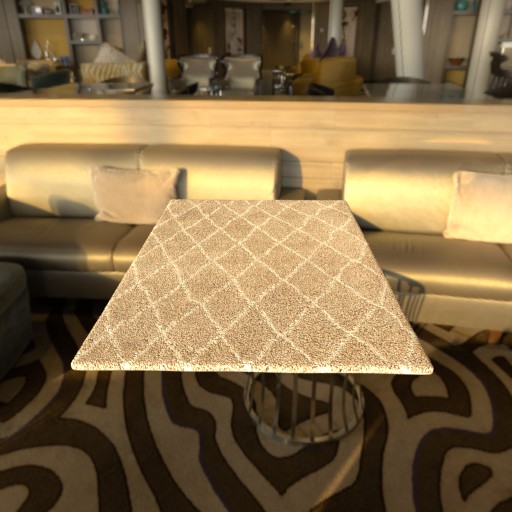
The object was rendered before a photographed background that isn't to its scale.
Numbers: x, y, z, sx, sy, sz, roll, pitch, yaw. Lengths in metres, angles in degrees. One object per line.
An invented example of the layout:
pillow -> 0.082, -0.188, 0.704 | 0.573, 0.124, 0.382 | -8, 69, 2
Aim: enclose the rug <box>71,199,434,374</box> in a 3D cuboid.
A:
rug -> 0.000, 0.000, 2.282 | 1.219, 0.030, 1.778 | 0, 25, 1
